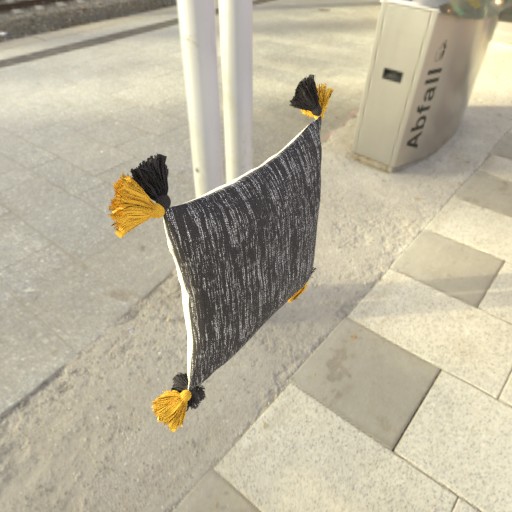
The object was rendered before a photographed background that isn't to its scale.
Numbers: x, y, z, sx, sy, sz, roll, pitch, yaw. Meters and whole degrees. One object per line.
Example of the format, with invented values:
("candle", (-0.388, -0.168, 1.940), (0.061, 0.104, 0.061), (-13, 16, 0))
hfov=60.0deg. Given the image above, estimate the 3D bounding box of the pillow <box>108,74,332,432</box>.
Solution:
("pillow", (0.000, 0.000, 0.979), (0.139, 0.659, 0.654), (26, 46, 28))
